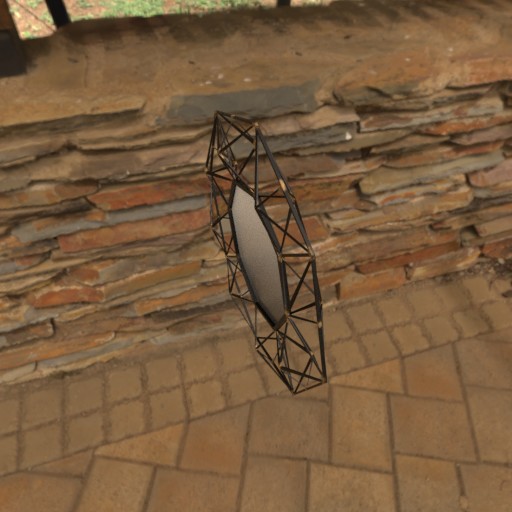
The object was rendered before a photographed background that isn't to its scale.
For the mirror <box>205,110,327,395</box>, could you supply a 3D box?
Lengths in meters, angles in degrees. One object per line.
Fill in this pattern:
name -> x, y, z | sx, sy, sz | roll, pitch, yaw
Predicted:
mirror -> 0.000, 0.000, 1.064 | 0.094, 0.710, 0.710 | -16, 49, -15
